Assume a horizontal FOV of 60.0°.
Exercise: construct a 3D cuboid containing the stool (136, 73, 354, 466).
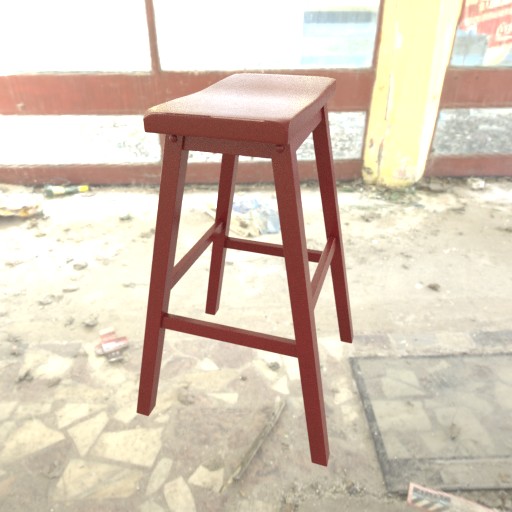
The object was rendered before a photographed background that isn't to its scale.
[{"bbox_3d":[0.000,0.000,1.040,0.476,0.737,0.457,9,31,15],"label":"stool"}]
